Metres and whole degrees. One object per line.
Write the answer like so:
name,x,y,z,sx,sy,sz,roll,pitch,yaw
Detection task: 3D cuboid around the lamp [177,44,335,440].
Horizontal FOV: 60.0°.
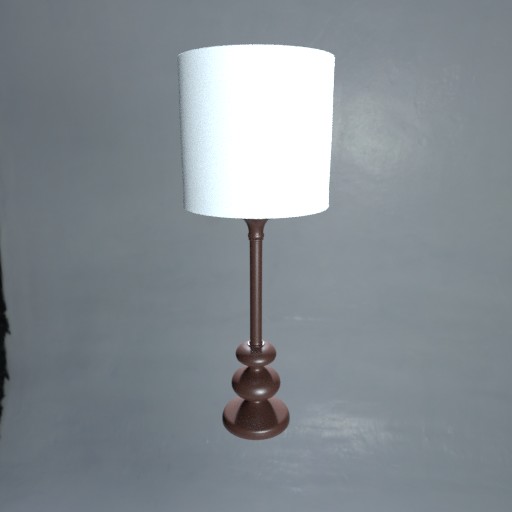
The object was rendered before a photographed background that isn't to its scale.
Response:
lamp,0.000,0.000,0.812,0.254,0.690,0.254,2,16,8
